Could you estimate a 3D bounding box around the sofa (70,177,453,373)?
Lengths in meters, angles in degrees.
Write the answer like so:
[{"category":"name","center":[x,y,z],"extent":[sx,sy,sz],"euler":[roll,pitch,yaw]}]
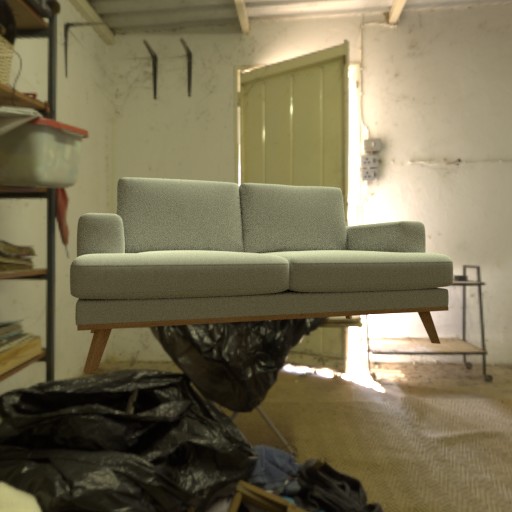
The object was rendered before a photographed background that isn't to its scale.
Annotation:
[{"category":"sofa","center":[0.000,0.000,2.198],"extent":[1.651,0.810,0.915],"euler":[0,1,-19]}]
